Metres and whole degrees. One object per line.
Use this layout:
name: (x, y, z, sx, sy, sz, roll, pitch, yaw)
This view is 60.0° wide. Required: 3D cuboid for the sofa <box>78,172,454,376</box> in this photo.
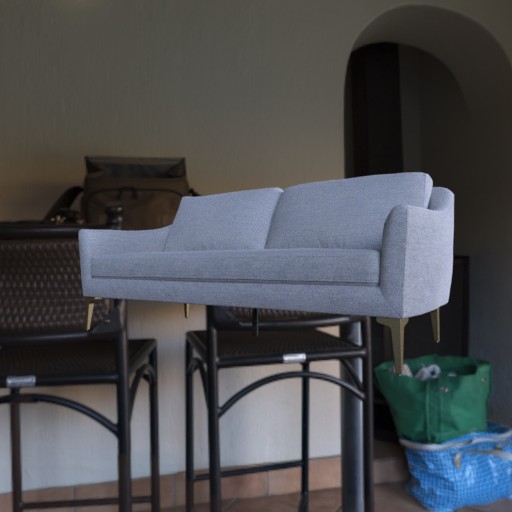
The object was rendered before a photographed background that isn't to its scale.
sofa: (0.000, 0.000, 2.543, 2.036, 0.913, 0.980, -1, -1, 36)
